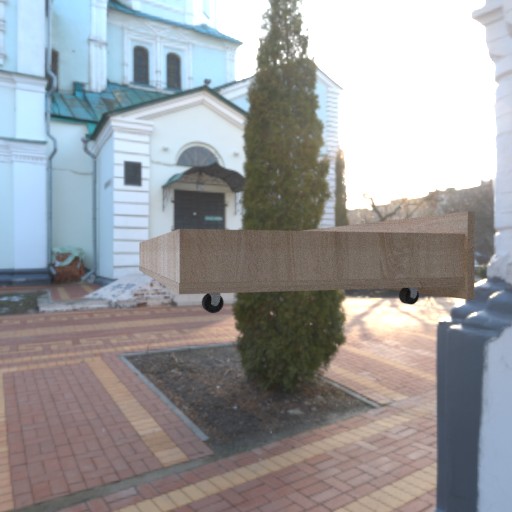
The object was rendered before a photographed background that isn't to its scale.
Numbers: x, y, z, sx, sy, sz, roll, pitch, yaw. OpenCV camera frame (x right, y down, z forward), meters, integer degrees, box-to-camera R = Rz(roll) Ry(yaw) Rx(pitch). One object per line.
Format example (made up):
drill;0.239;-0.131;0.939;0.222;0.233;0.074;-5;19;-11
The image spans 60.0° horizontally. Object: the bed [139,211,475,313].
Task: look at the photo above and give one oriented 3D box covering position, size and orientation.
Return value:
bed;0.000;0.000;1.480;0.685;0.209;1.200;0;0;-18
